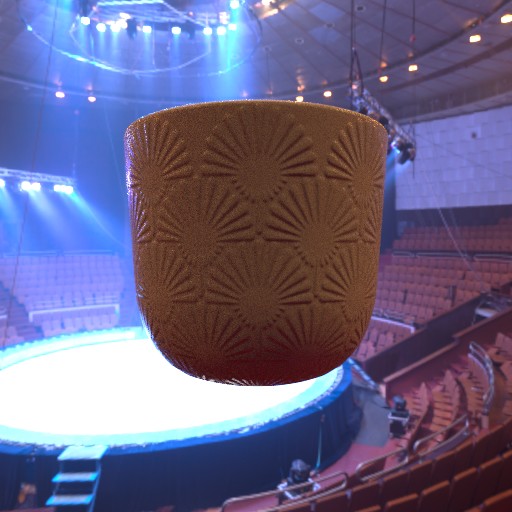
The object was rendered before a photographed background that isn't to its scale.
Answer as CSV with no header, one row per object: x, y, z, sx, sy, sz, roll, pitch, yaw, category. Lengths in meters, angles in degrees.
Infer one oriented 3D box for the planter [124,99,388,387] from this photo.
0.000,0.000,0.297,0.170,0.152,0.170,0,0,0,planter
